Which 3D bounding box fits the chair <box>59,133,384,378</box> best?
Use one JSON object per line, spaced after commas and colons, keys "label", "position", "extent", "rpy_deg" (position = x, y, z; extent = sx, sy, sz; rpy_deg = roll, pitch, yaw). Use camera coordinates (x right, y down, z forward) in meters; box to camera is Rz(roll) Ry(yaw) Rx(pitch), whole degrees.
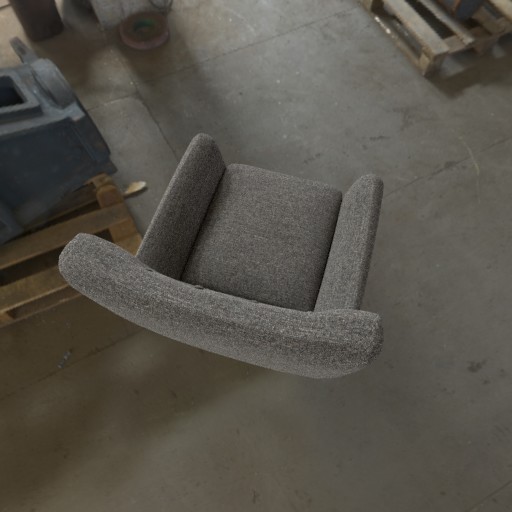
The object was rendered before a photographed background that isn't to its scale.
{"label": "chair", "position": [0.000, 0.000, 1.739], "extent": [0.889, 1.039, 0.940], "rpy_deg": [15, 65, 7]}
